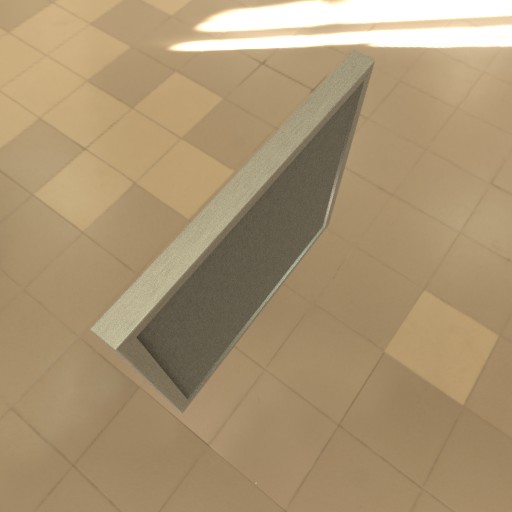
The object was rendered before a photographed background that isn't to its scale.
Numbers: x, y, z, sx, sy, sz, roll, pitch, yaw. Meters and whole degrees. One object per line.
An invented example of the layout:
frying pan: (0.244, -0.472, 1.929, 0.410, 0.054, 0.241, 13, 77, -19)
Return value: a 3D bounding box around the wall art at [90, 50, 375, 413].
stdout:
wall art: (0.000, 0.000, 0.541, 0.028, 0.330, 0.380, 33, 68, 16)
